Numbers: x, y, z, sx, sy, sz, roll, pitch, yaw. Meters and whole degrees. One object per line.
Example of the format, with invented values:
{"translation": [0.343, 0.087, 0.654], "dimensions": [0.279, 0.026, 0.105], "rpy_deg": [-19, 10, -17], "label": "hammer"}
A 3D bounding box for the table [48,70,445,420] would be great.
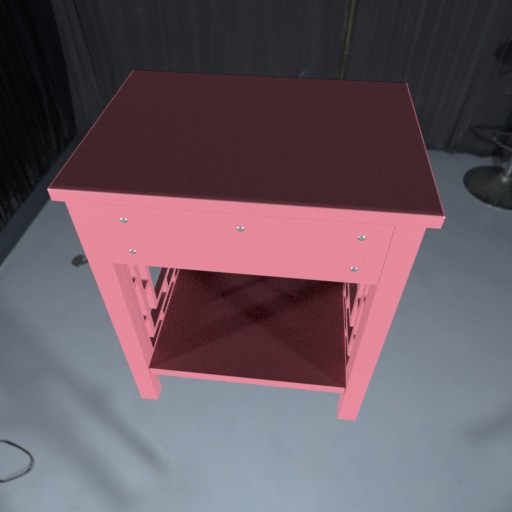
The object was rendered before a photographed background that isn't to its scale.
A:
{"translation": [0.000, 0.000, 1.062], "dimensions": [0.599, 0.686, 0.451], "rpy_deg": [5, 46, 4], "label": "table"}
